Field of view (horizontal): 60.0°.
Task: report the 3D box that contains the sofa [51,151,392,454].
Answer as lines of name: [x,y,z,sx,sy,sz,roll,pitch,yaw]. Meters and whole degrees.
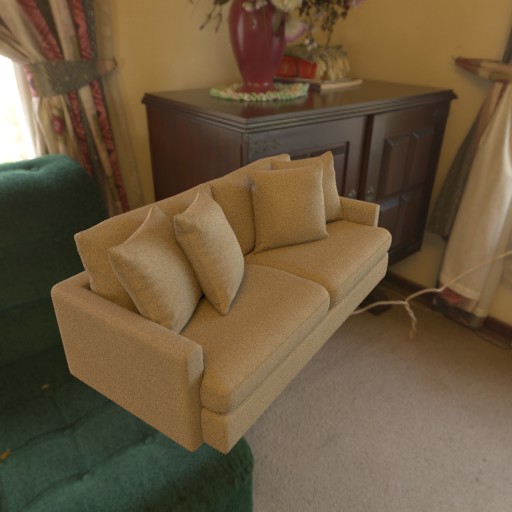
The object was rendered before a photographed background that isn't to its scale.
sofa: [0.000,0.000,3.101,1.228,1.084,2.380,17,32,31]
